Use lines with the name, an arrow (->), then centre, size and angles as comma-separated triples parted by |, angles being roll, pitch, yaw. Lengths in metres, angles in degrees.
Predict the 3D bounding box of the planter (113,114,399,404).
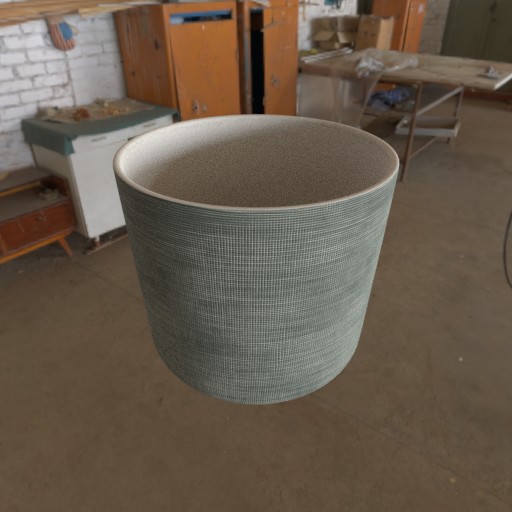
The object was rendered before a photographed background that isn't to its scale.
planter -> 0.000, 0.000, 0.809 | 0.440, 0.398, 0.440 | 0, 32, 0
